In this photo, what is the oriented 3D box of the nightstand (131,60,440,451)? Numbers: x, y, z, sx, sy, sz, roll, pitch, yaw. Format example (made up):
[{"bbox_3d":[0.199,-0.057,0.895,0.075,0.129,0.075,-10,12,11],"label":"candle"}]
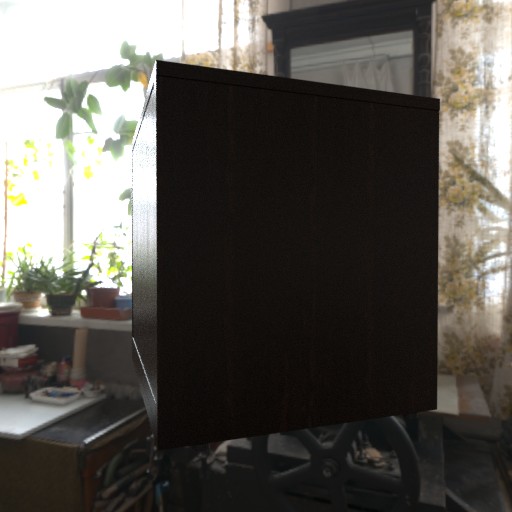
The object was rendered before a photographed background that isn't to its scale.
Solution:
[{"bbox_3d":[0.000,0.000,0.842,0.427,0.487,0.489,0,1,-19],"label":"nightstand"}]
